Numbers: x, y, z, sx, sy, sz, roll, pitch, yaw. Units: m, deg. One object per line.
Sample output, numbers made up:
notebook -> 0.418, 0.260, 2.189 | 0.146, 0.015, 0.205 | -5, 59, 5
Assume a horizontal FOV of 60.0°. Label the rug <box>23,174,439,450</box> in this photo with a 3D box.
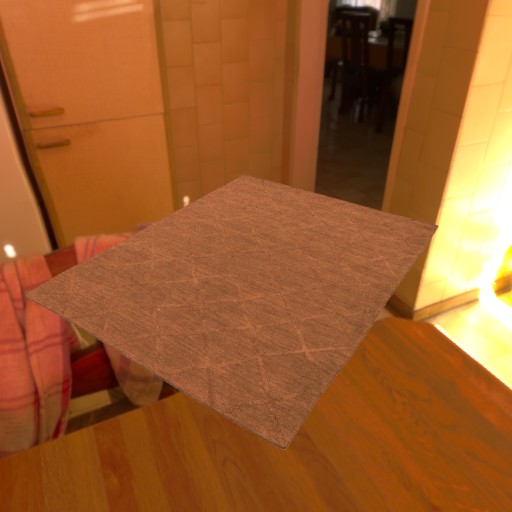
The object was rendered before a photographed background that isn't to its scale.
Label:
rug -> 0.000, 0.000, 3.993 | 2.438, 0.013, 3.048 | 20, 38, 28
